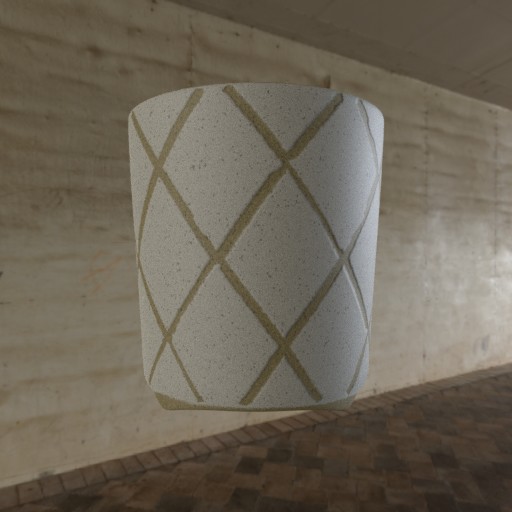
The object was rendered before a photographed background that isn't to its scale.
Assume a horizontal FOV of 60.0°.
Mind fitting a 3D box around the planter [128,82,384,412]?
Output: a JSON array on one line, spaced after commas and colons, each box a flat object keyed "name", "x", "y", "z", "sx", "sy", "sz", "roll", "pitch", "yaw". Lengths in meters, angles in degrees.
[{"name": "planter", "x": 0.000, "y": 0.000, "z": 0.345, "sx": 0.191, "sy": 0.199, "sz": 0.191, "roll": 0, "pitch": 1, "yaw": 0}]
